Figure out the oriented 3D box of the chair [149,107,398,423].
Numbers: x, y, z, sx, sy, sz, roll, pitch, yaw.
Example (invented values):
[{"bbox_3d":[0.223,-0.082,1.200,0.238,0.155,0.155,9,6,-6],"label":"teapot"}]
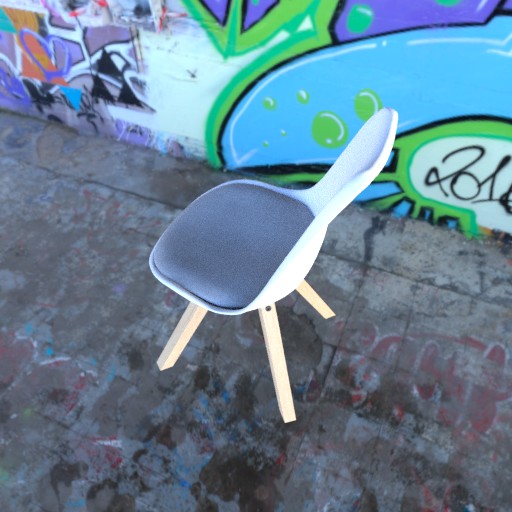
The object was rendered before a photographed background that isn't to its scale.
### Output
[{"bbox_3d":[0.000,0.000,1.202,0.550,0.850,0.485,18,49,16],"label":"chair"}]
